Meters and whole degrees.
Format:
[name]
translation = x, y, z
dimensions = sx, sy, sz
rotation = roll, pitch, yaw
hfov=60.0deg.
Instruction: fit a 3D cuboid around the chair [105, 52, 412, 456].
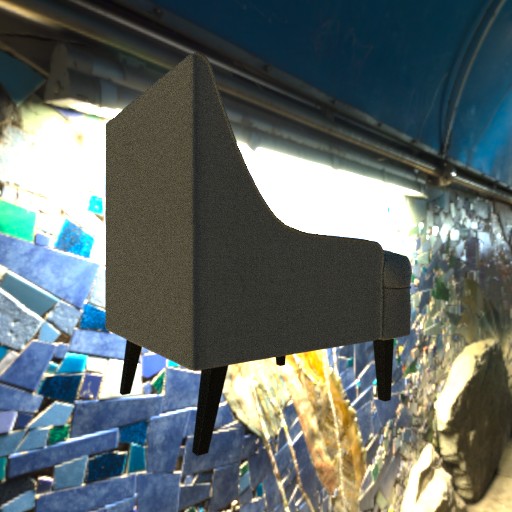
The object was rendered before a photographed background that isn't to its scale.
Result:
[chair]
translation = 0.000, 0.000, 1.411
dimensions = 0.772, 0.891, 0.658
rotation = 0, 0, -35
